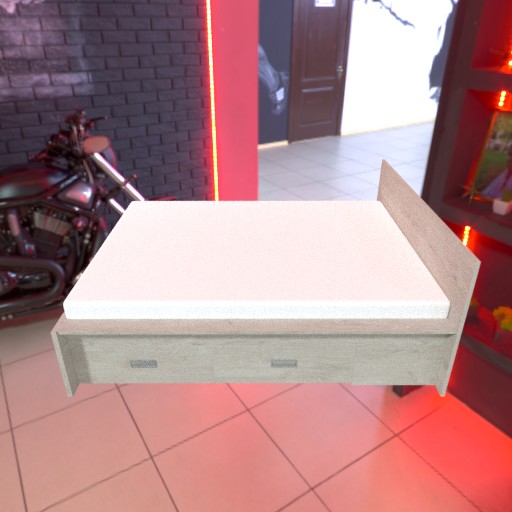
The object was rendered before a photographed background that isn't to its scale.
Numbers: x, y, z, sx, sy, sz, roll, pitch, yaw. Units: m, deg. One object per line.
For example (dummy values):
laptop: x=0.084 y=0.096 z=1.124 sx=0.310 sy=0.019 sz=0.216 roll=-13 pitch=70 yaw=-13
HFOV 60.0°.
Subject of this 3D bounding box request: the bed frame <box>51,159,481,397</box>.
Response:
bed frame: x=0.000 y=0.000 z=2.837 sx=1.960 sy=0.800 sz=1.622 roll=0 pitch=28 yaw=0
